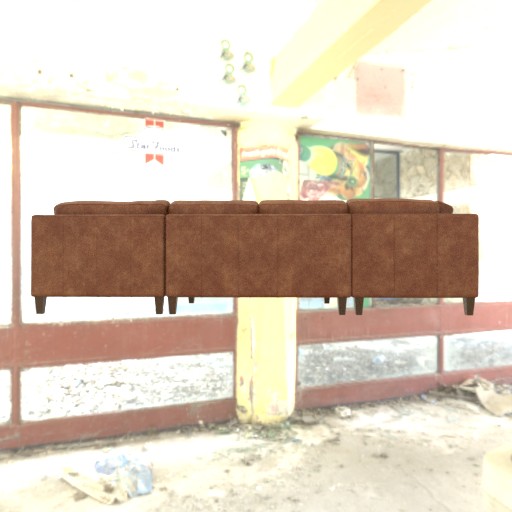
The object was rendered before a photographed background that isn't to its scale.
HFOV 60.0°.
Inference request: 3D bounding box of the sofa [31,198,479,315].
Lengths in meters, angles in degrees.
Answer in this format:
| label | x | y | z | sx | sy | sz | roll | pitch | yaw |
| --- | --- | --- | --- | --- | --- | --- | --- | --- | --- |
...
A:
| label | x | y | z | sx | sy | sz | roll | pitch | yaw |
| --- | --- | --- | --- | --- | --- | --- | --- | --- | --- |
| sofa | 0.000 | 0.000 | 4.489 | 3.324 | 0.888 | 2.452 | 0 | 0 | 1 |
